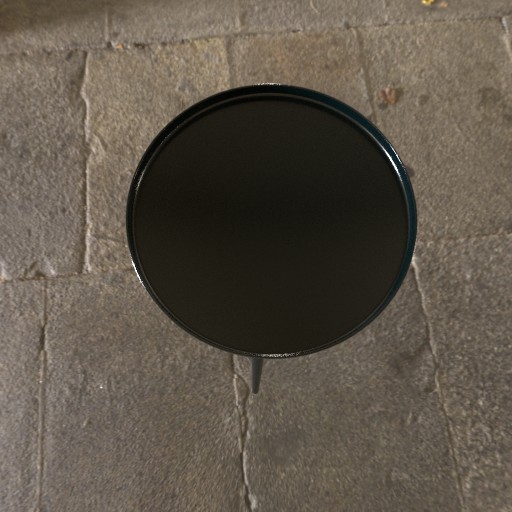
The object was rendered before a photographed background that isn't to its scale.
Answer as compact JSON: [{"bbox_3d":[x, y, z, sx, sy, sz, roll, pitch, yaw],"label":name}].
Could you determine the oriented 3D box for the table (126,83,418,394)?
[{"bbox_3d":[0.000,0.000,0.828,0.415,0.548,0.403,38,78,9],"label":"table"}]
